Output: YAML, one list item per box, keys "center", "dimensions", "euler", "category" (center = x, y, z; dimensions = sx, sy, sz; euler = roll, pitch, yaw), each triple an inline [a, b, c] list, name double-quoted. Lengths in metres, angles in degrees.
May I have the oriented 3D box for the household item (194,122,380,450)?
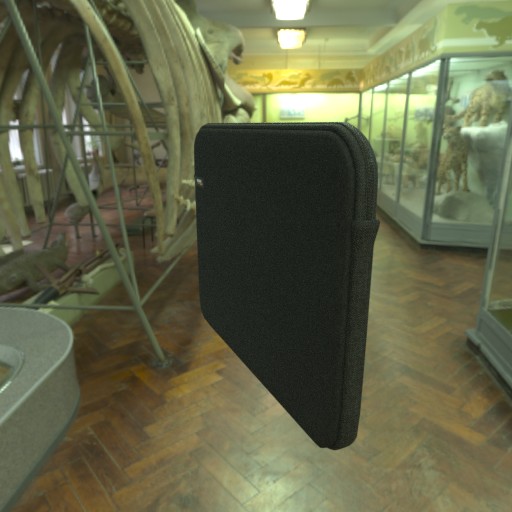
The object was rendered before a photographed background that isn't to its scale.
- center: [0.000, 0.000, 0.529]
  dimensions: [0.030, 0.305, 0.396]
  euler: [-8, 18, -25]
  category: "household item"
